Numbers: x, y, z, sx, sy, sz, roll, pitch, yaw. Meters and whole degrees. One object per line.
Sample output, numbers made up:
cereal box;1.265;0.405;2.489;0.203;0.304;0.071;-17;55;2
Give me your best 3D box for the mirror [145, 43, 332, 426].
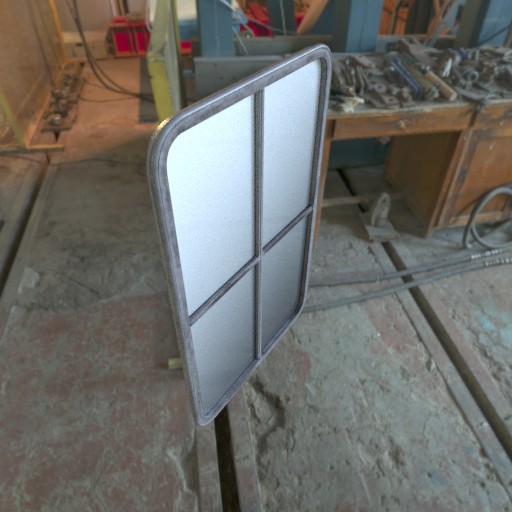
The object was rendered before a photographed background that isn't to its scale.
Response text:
mirror;0.000;0.000;0.880;0.024;0.713;0.461;25;47;26
